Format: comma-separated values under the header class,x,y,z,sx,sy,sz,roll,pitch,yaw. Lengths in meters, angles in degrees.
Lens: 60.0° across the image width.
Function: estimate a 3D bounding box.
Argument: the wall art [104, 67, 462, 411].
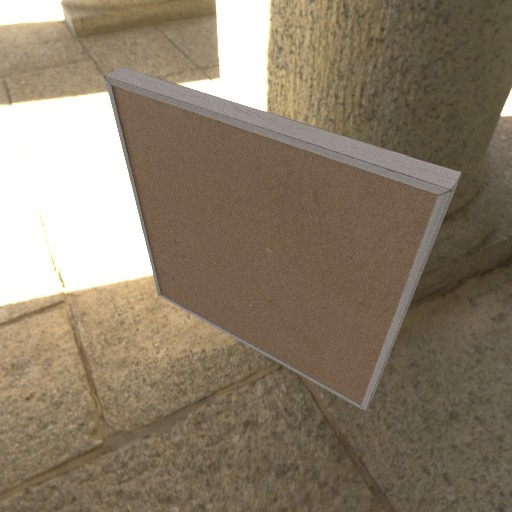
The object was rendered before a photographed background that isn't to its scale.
class,x,y,z,sx,sy,sz,roll,pitch,yaw
wall art,0.000,0.000,0.747,0.508,0.508,0.038,25,50,22
